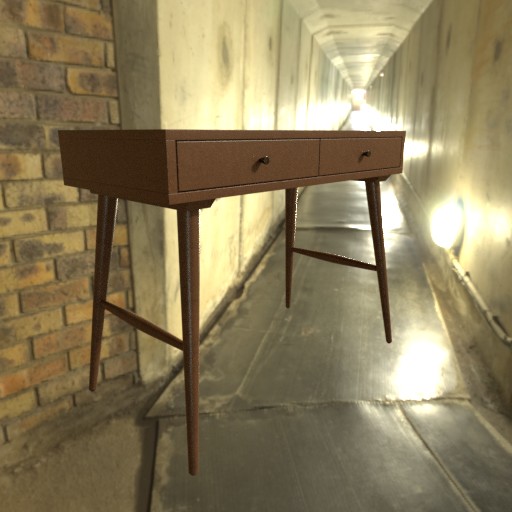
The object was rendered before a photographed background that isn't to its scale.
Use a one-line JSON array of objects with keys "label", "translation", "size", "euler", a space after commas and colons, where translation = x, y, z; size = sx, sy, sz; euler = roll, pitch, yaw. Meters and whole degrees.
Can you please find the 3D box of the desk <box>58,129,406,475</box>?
[{"label": "desk", "translation": [0.000, 0.000, 1.391], "size": [0.510, 0.758, 0.949], "euler": [15, 21, 42]}]
